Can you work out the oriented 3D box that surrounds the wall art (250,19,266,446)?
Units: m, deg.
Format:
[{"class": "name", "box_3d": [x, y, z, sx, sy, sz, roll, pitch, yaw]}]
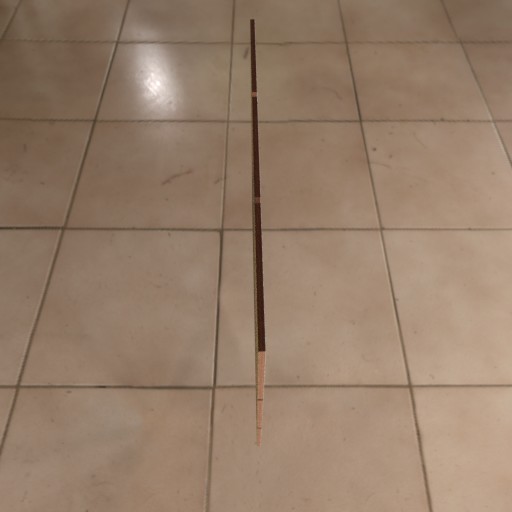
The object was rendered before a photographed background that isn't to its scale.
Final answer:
[{"class": "wall art", "box_3d": [0.000, 0.000, 1.811, 0.017, 1.246, 1.256, -1, 58, -1]}]
